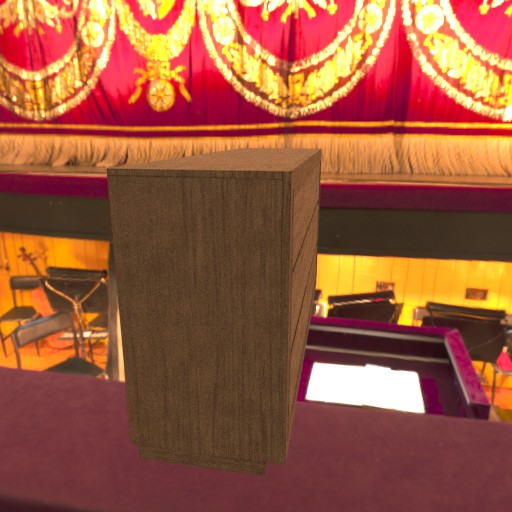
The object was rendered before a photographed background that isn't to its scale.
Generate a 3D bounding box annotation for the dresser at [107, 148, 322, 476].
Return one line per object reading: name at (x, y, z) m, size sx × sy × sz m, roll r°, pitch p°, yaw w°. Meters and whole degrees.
dresser at (0.000, 0.000, 1.993) m, size 0.483 × 0.889 × 1.628 m, roll 3°, pitch 16°, yaw 10°
